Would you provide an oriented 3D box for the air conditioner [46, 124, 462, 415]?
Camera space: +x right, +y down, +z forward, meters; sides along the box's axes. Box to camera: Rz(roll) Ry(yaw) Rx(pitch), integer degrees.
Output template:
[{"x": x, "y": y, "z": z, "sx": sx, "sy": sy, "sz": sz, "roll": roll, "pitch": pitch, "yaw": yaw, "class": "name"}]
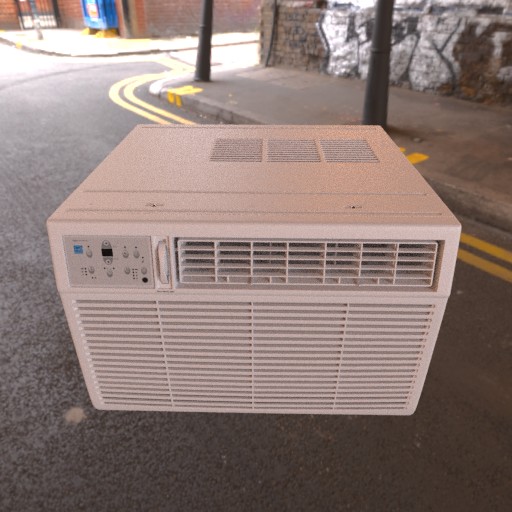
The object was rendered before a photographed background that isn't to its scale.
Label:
[{"x": 0.000, "y": 0.000, "z": 1.036, "sx": 0.645, "sy": 0.455, "sz": 0.599, "roll": 1, "pitch": 31, "yaw": 1, "class": "air conditioner"}]
